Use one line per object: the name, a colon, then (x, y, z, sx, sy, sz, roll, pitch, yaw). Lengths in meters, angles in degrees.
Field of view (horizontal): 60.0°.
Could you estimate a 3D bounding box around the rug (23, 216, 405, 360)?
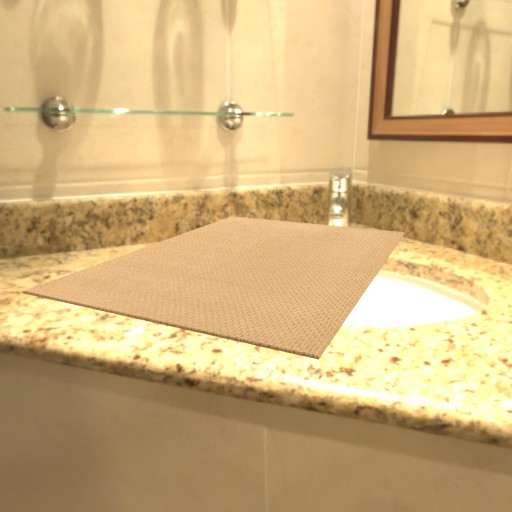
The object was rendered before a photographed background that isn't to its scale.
rug: (0.000, 0.000, 2.788, 1.509, 0.013, 2.144, 8, 18, 24)
